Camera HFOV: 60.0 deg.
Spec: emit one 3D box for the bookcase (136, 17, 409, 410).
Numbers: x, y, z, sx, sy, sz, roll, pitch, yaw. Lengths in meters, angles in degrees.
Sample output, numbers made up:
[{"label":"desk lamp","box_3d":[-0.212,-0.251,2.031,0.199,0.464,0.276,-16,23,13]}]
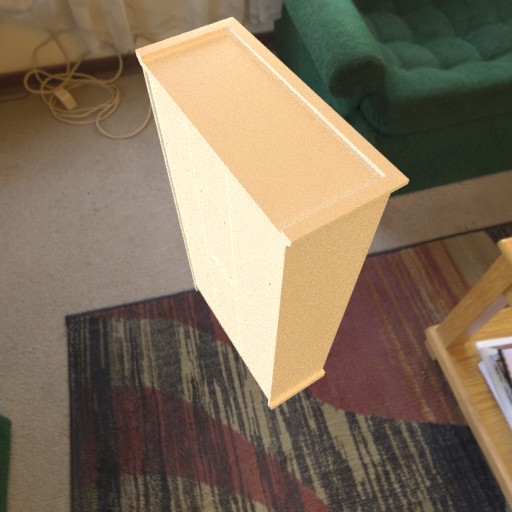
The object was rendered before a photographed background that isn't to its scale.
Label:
[{"label":"bookcase","box_3d":[0.000,0.000,2.301,0.432,1.880,1.050,-28,61,-17]}]
